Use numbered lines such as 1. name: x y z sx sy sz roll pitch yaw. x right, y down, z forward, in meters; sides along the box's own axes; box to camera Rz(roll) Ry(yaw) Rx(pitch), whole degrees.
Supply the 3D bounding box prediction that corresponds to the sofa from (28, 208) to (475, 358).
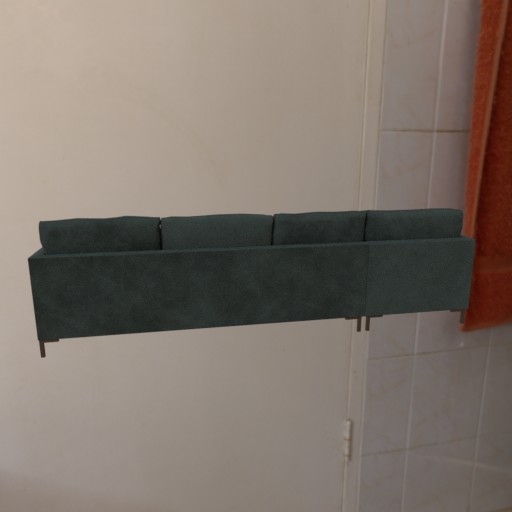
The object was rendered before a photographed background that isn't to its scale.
1. sofa: 0.000 0.000 4.022 3.400 0.967 1.500 -3 14 -10
